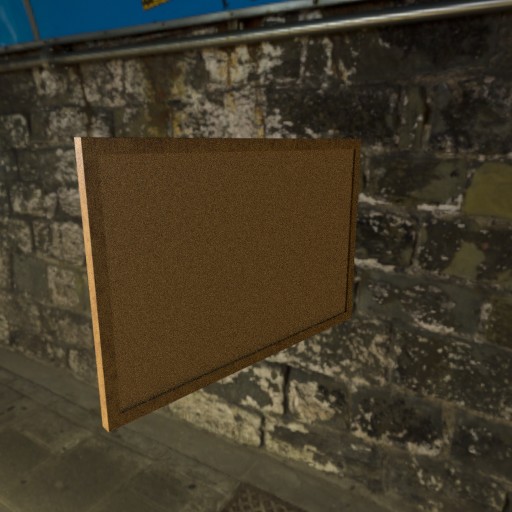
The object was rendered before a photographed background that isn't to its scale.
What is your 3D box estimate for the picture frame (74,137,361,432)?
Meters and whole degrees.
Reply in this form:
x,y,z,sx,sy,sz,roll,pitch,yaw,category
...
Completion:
x,y,z,sx,sy,sz,roll,pitch,yaw,category
0.000,0.000,1.208,0.922,0.621,0.029,-14,20,-42,picture frame
